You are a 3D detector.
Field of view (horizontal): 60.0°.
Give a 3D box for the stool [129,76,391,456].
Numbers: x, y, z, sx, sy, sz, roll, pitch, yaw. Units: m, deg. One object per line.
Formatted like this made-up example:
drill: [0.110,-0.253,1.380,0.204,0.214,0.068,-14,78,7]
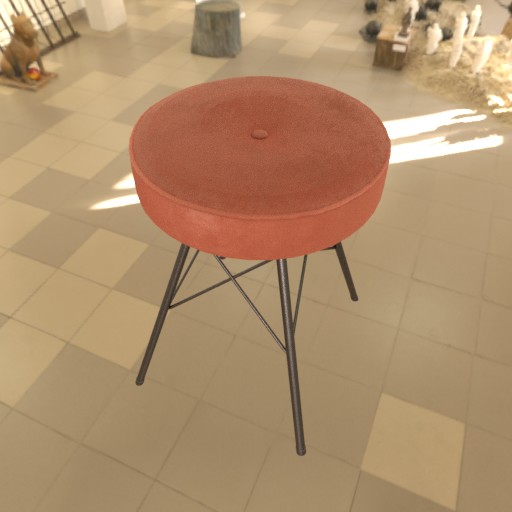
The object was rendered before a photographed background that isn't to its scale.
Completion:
stool: [0.000,0.000,0.901,0.421,0.593,0.457,17,49,16]
